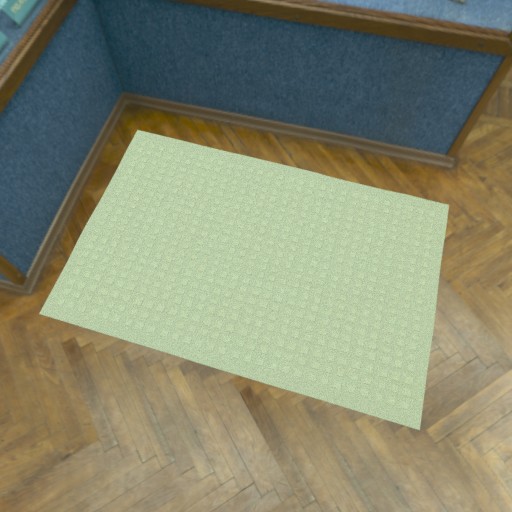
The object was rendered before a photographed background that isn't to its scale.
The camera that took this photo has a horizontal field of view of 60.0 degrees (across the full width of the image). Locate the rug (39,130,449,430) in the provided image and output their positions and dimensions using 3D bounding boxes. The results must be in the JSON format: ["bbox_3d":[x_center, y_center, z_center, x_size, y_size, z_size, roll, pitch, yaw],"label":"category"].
[{"bbox_3d":[0.000,0.000,2.166,1.747,0.006,1.143,15,65,7],"label":"rug"}]
